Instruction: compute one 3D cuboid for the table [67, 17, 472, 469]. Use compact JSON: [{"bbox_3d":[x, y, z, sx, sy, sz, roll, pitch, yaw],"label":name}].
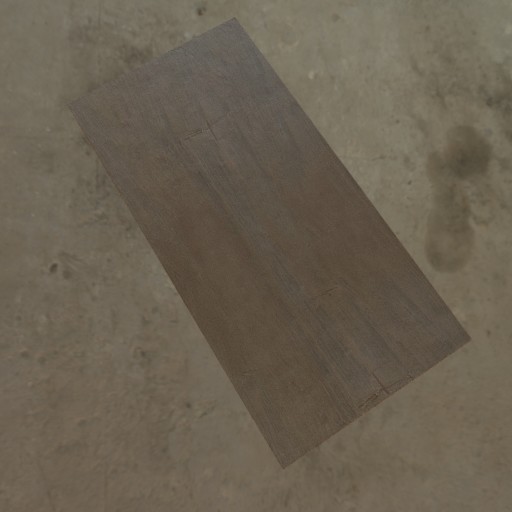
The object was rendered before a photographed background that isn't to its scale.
[{"bbox_3d":[0.000,0.000,1.613,0.556,0.914,1.119,-31,78,-7],"label":"table"}]
